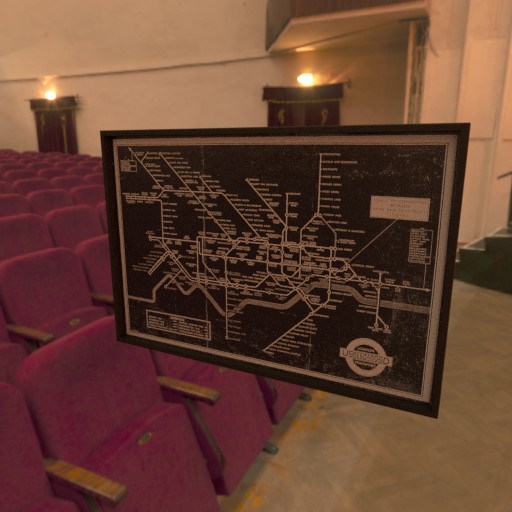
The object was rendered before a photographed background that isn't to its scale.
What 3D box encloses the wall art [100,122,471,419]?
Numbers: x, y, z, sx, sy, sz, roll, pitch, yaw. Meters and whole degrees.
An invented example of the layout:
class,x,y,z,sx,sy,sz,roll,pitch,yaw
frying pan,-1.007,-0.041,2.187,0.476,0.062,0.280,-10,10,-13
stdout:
class,x,y,z,sx,sy,sz,roll,pitch,yaw
wall art,0.000,0.000,0.820,0.671,0.456,0.051,7,15,25
